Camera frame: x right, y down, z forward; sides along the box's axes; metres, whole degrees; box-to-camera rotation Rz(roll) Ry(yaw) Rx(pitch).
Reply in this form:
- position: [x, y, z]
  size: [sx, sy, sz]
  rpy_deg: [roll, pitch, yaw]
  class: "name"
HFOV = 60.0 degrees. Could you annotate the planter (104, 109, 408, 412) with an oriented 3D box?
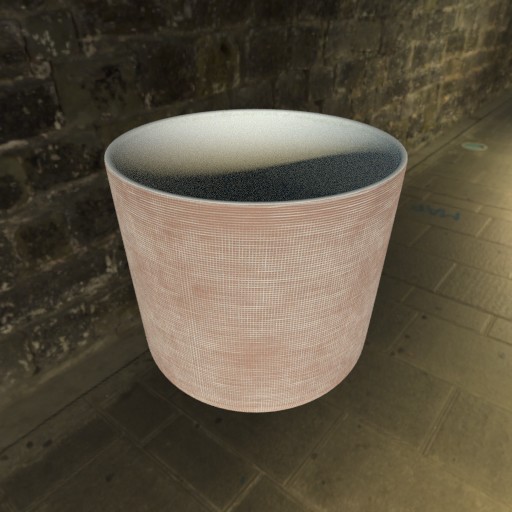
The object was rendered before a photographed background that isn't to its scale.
- position: [0.000, 0.000, 0.772]
  size: [0.440, 0.398, 0.440]
  rpy_deg: [0, 31, 0]
  class: "planter"
